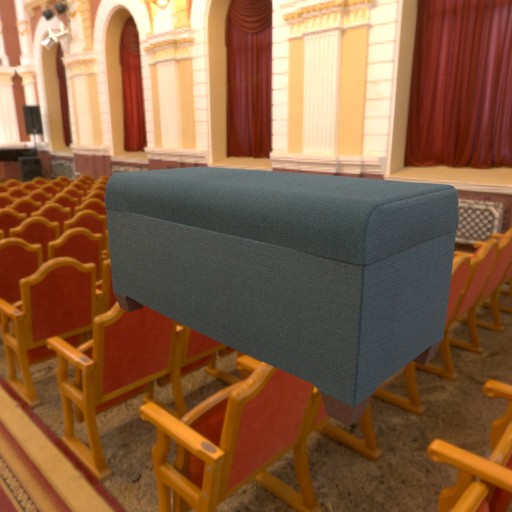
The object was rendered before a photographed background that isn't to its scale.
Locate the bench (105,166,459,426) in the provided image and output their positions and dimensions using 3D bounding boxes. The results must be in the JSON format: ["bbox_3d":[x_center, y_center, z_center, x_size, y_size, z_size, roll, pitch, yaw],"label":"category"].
[{"bbox_3d":[0.000,0.000,1.308,0.995,0.474,0.476,14,21,43],"label":"bench"}]
